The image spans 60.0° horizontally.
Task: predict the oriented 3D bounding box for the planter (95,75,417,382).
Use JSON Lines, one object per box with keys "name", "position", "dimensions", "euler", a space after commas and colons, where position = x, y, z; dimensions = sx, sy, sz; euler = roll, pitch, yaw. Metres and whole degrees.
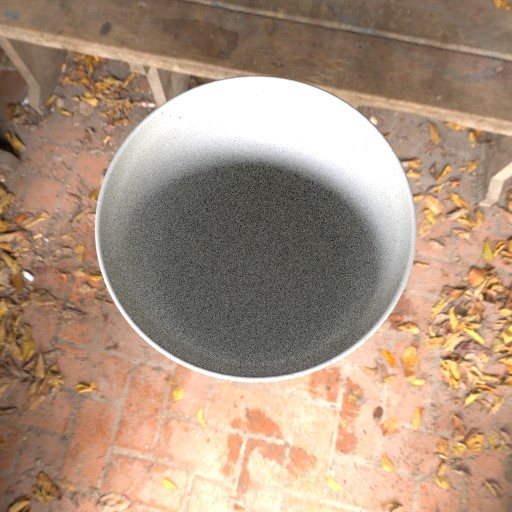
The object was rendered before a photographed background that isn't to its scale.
{"name": "planter", "position": [0.000, 0.000, 0.384], "dimensions": [0.204, 0.214, 0.204], "euler": [0, 76, 0]}
